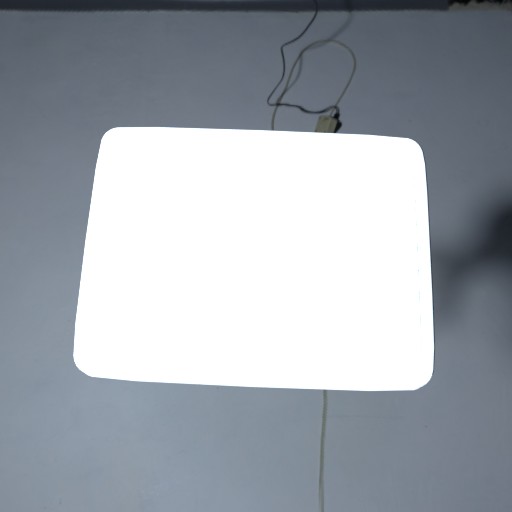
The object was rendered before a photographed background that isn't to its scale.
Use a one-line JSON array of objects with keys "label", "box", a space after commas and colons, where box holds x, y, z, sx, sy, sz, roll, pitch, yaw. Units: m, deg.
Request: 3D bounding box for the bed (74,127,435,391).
[{"label": "bed", "box": [0.000, 0.000, 2.682, 2.036, 0.460, 1.520, 2, 77, 1]}]
